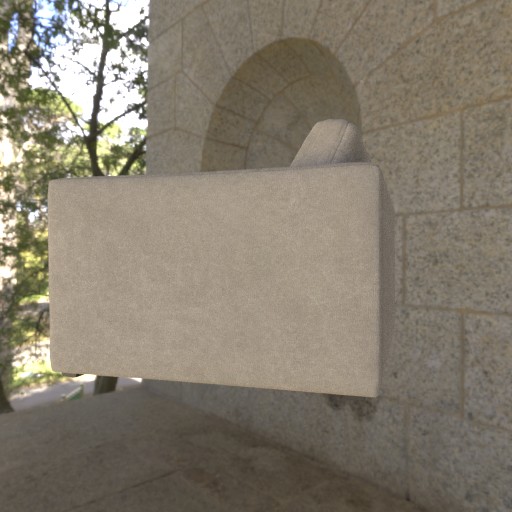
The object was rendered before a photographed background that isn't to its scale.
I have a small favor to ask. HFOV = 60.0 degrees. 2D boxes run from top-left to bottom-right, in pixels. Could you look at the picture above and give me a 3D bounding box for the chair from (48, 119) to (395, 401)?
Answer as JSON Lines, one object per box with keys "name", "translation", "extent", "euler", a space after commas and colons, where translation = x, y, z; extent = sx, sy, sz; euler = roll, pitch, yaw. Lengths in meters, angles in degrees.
{"name": "chair", "translation": [0.000, 0.000, 1.838], "extent": [1.091, 0.845, 1.190], "euler": [0, -1, 19]}
